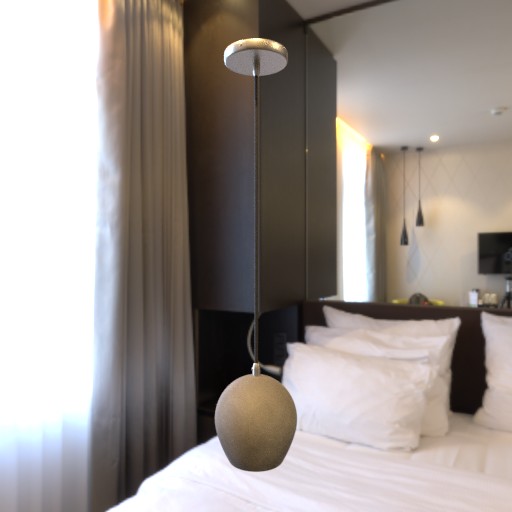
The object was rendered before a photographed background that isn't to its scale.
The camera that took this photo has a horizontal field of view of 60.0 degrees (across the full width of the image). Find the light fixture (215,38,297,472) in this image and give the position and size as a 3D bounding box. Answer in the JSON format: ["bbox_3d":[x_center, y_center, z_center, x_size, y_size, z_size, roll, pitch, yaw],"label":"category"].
[{"bbox_3d":[0.000,0.000,0.830,0.153,0.760,0.153,0,0,0],"label":"light fixture"}]
